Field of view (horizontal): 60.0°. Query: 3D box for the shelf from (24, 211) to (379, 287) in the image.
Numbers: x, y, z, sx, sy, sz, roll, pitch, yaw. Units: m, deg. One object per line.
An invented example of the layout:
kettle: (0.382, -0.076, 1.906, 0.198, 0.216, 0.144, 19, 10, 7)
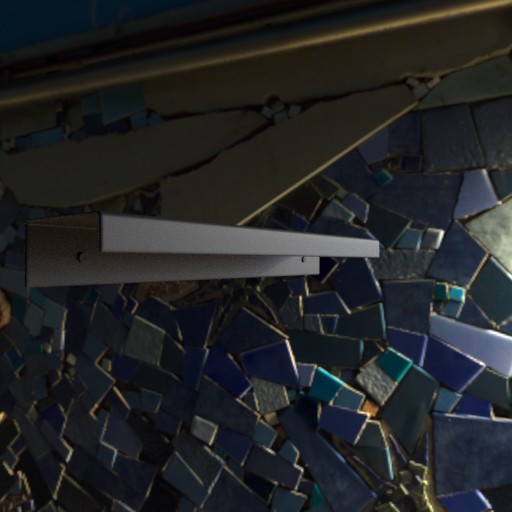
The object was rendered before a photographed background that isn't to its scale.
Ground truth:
shelf: (0.000, 0.000, 0.492, 0.102, 0.053, 0.456, -1, -1, 37)
